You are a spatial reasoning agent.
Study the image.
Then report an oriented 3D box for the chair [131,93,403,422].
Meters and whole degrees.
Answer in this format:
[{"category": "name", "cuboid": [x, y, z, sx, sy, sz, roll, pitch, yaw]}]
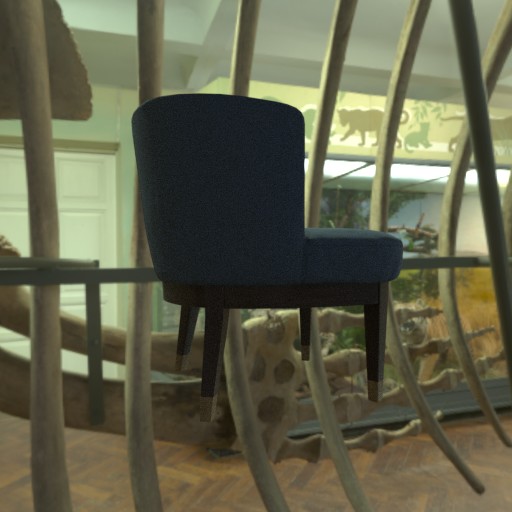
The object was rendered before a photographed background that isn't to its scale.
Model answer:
[{"category": "chair", "cuboid": [0.000, 0.000, 1.301, 0.702, 0.760, 0.661, 0, 1, -18]}]
